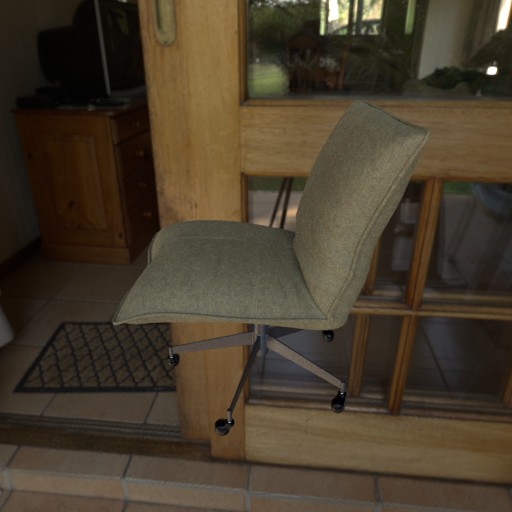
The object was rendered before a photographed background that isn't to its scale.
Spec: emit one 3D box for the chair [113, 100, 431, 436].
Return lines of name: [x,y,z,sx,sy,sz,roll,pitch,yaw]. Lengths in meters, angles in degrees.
chair: [0.000,0.000,1.278,0.696,0.811,0.597,0,25,0]
